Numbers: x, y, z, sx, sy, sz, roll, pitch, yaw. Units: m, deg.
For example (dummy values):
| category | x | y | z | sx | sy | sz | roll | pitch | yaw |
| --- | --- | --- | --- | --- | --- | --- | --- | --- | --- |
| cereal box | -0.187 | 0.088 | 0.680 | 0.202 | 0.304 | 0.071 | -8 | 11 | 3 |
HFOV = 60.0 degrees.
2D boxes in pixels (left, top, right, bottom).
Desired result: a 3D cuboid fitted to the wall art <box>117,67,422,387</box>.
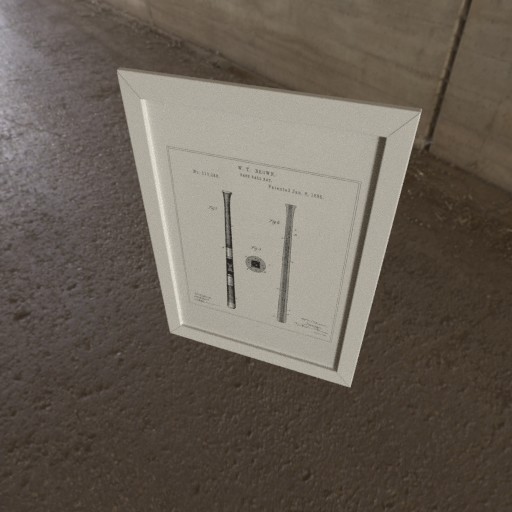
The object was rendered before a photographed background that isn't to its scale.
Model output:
| category | x | y | z | sx | sy | sz | roll | pitch | yaw |
| --- | --- | --- | --- | --- | --- | --- | --- | --- | --- |
| wall art | 0.000 | 0.000 | 0.695 | 0.374 | 0.529 | 0.012 | 13 | 43 | 15 |
